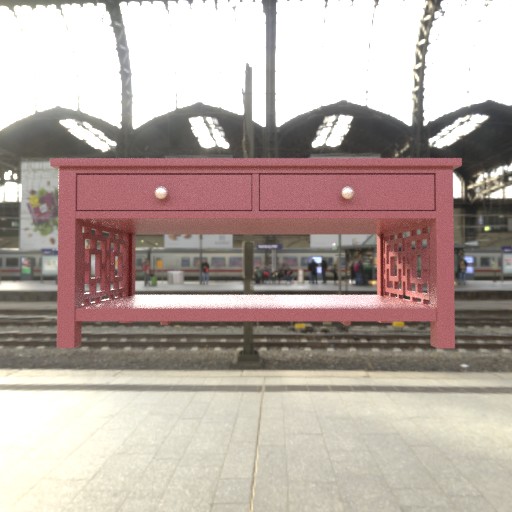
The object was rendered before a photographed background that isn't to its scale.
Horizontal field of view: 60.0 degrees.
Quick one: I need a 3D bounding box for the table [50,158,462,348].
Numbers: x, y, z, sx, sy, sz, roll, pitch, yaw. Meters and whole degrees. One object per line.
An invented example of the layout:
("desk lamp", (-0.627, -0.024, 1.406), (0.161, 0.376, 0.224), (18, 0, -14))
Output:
("table", (0.000, 0.000, 1.436), (1.068, 0.493, 0.612), (0, -1, 0))
